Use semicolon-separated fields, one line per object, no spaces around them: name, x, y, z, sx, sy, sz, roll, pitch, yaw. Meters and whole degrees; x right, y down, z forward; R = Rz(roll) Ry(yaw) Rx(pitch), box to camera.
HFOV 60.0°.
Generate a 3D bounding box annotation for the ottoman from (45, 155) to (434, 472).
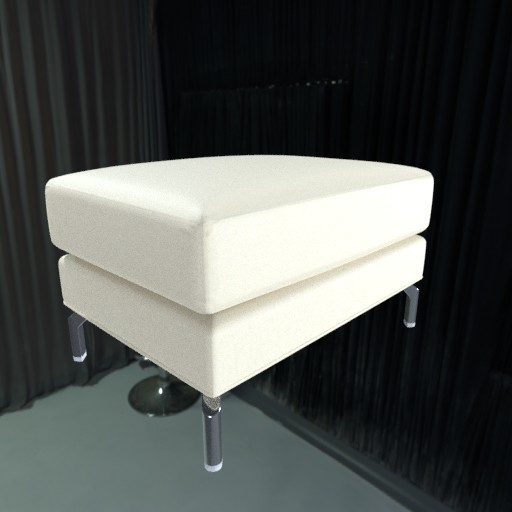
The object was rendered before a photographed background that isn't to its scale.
ottoman;0.000;0.000;1.167;0.581;0.497;0.835;16;23;41
